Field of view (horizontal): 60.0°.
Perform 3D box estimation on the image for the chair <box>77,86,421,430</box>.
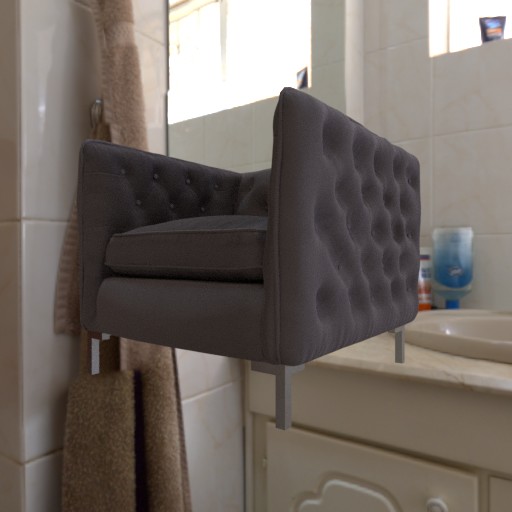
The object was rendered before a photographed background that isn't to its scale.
[{"bbox_3d":[0.000,0.000,1.603,0.946,0.807,0.913,0,0,37],"label":"chair"}]
